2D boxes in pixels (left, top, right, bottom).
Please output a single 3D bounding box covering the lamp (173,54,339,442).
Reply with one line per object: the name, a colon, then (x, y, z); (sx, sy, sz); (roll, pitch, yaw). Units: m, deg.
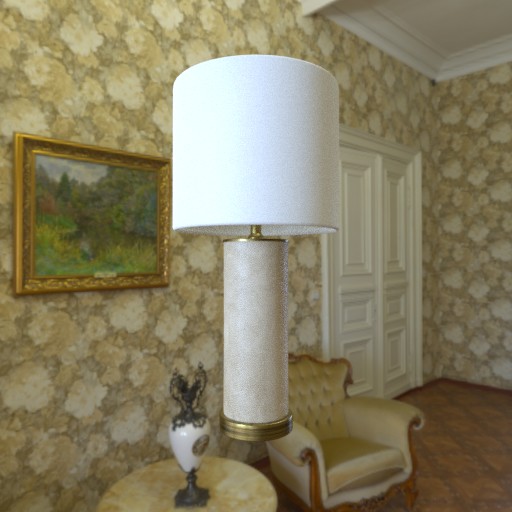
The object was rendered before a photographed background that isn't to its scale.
lamp: (0.000, 0.000, 0.826); (0.305, 0.634, 0.305); (0, -1, 0)
